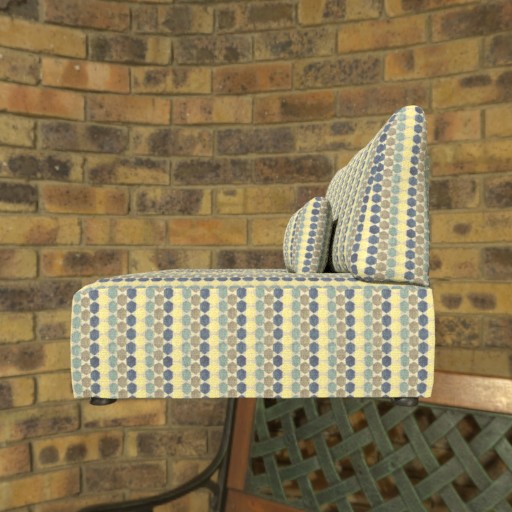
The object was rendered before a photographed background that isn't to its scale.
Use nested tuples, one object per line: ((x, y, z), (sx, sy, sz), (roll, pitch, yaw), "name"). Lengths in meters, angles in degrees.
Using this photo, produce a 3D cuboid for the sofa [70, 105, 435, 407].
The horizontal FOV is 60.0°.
((0.000, 0.000, 1.653), (1.000, 0.830, 0.930), (0, -1, -1), "sofa")
